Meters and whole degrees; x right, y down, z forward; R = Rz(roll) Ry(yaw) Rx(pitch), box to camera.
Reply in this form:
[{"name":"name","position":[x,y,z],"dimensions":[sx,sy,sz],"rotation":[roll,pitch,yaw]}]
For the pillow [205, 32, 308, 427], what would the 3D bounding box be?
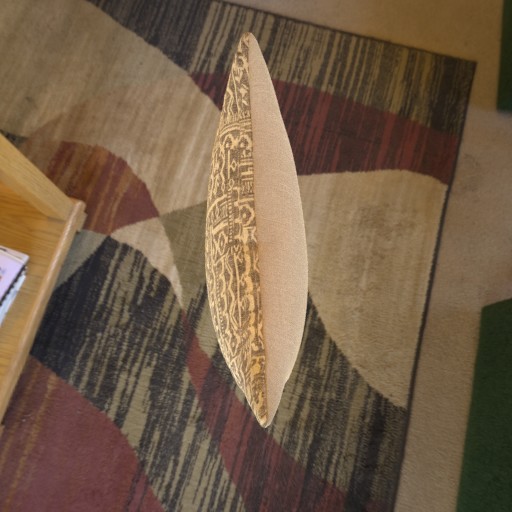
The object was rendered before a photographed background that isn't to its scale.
[{"name":"pillow","position":[0.000,0.000,0.797],"dimensions":[0.180,0.487,0.546],"rotation":[-2,75,-1]}]
